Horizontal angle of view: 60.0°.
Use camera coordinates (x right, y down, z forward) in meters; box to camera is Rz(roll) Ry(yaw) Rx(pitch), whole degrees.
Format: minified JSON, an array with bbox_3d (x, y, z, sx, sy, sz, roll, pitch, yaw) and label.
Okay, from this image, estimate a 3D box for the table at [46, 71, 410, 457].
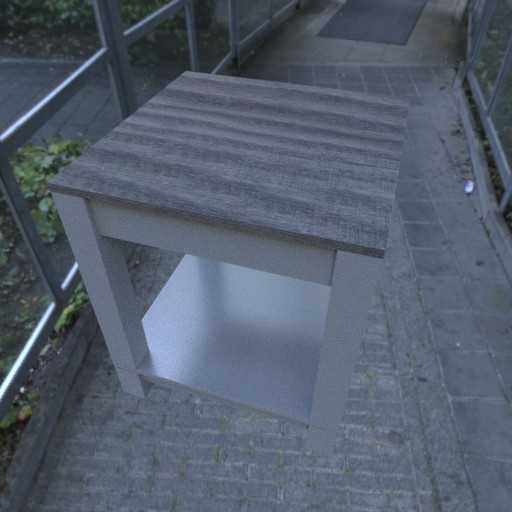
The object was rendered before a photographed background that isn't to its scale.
[{"bbox_3d":[0.000,0.000,0.990,0.506,0.587,0.504,12,43,13],"label":"table"}]
